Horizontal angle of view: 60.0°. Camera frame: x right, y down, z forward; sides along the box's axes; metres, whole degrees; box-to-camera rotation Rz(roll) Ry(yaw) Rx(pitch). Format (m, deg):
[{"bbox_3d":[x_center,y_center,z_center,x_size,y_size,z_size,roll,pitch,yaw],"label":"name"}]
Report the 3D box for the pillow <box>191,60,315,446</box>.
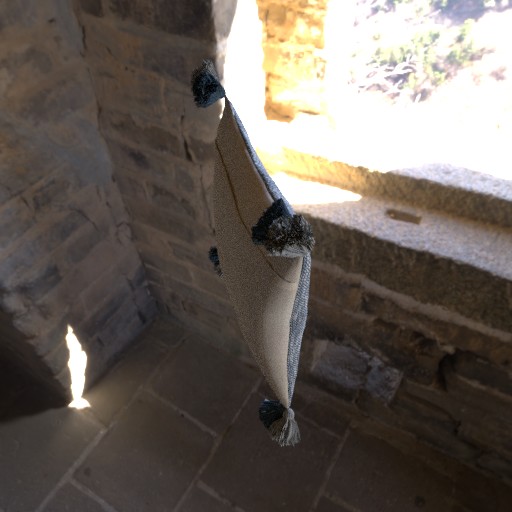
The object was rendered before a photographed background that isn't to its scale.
[{"bbox_3d":[0.000,0.000,0.929,0.138,0.634,0.614,-12,47,-11],"label":"pillow"}]
